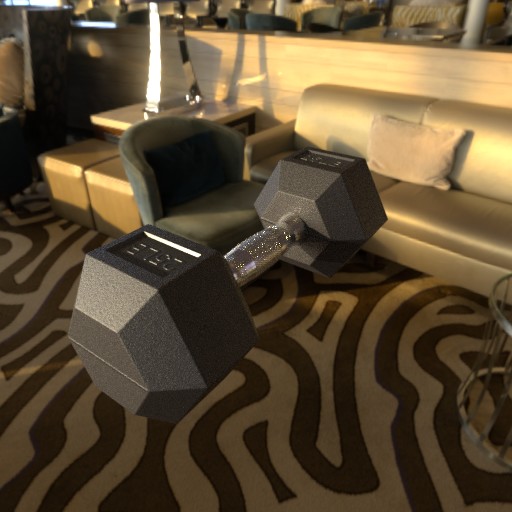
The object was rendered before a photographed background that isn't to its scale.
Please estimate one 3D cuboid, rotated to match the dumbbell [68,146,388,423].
[{"bbox_3d":[0.000,0.000,0.382,0.129,0.113,0.315,21,37,30],"label":"dumbbell"}]
